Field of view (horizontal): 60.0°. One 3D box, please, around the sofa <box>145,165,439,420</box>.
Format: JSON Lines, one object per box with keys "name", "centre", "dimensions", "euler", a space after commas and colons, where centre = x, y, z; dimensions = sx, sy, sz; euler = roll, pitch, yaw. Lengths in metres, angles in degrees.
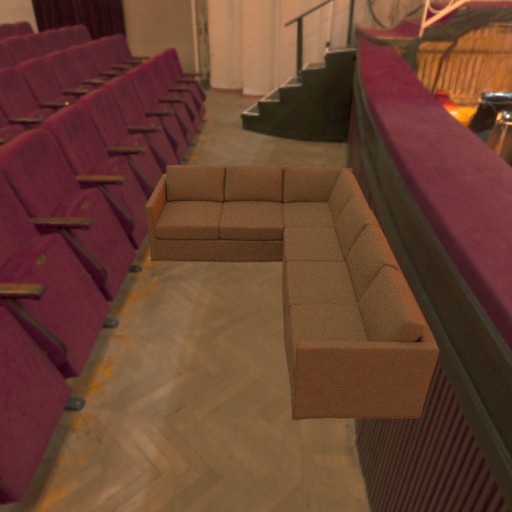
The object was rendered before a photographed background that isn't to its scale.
{"name": "sofa", "centre": [0.000, 0.000, 4.348], "dimensions": [2.432, 0.871, 3.182], "euler": [1, 31, 1]}
